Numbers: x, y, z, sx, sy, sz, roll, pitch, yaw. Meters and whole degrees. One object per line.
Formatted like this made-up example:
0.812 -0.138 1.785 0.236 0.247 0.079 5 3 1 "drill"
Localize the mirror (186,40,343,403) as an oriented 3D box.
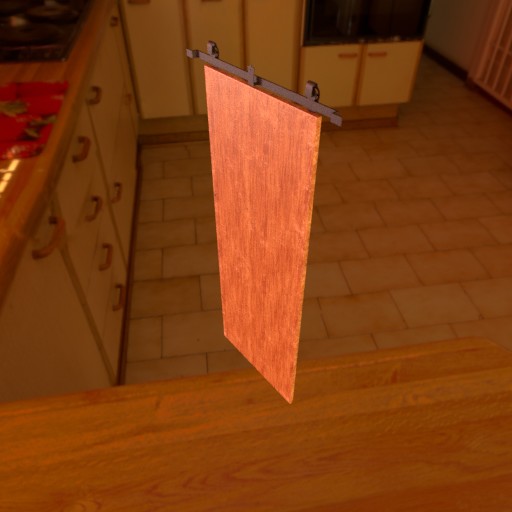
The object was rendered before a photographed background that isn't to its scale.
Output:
0.000 0.000 2.112 0.042 1.793 0.847 -28 49 -28 "mirror"
